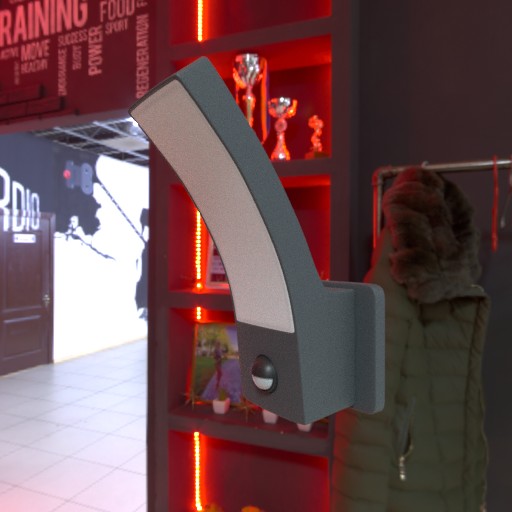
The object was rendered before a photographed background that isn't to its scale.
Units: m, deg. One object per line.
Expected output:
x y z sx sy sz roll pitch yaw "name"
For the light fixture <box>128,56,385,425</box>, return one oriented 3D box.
0.000 0.000 0.335 0.174 0.243 0.108 0 0 -35 "light fixture"
